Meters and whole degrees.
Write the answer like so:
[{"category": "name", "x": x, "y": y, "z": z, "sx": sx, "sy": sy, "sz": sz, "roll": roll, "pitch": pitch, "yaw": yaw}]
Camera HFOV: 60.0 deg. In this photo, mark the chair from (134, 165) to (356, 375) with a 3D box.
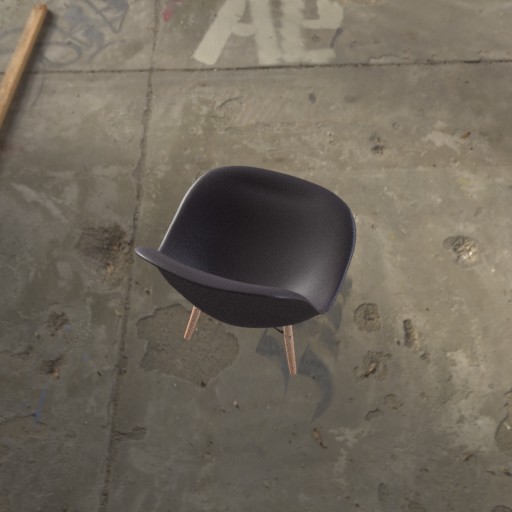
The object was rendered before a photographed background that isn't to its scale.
[{"category": "chair", "x": 0.000, "y": 0.000, "z": 1.145, "sx": 0.470, "sy": 0.825, "sz": 0.533, "roll": 17, "pitch": 65, "yaw": 8}]
